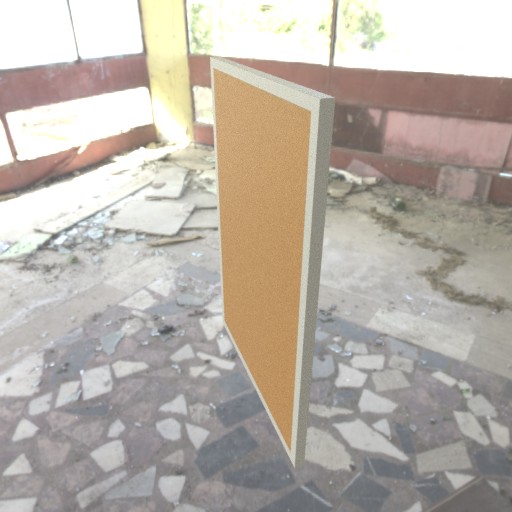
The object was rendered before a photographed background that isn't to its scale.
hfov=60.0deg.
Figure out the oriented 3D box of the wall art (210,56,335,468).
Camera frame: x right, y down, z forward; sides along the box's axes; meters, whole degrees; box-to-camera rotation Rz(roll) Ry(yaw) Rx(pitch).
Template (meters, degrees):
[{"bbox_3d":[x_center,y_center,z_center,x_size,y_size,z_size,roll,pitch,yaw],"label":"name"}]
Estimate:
[{"bbox_3d":[0.000,0.000,0.559,0.013,0.433,0.303,-11,32,-18],"label":"wall art"}]
